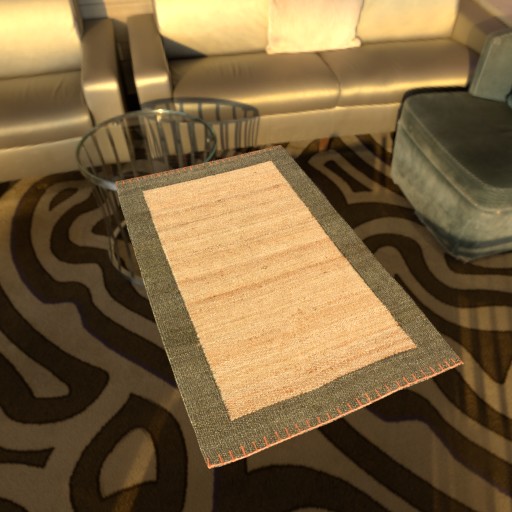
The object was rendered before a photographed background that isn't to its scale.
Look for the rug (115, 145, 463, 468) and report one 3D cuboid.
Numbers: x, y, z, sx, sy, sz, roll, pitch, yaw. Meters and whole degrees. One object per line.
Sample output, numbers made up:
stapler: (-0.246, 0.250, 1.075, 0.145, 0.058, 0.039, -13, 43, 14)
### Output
rug: (0.000, 0.000, 3.029, 1.521, 0.006, 2.435, -16, 48, -15)
